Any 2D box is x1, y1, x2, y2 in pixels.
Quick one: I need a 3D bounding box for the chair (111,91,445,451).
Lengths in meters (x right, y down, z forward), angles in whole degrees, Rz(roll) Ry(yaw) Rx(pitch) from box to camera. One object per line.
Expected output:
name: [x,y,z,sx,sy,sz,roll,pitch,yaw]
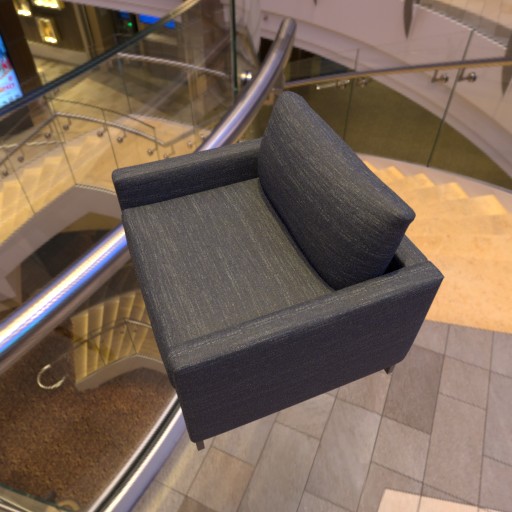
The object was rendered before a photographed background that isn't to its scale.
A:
chair: [0.000,0.000,1.653,0.866,0.861,0.963,-16,48,-15]
